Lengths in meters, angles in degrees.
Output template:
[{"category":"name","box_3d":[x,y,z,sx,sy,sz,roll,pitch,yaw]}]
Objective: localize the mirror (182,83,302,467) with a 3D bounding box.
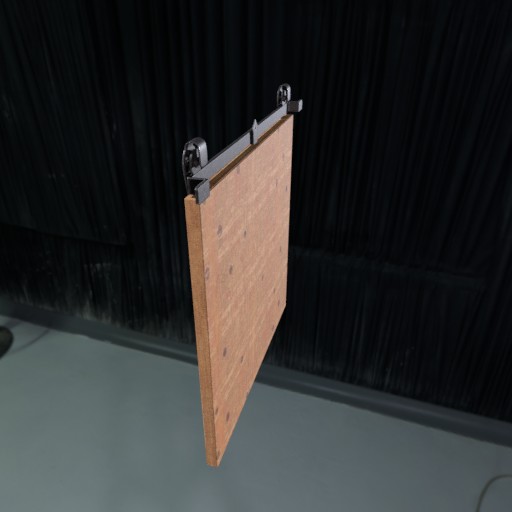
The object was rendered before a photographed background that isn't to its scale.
[{"category":"mirror","box_3d":[0.000,0.000,1.210,0.054,0.800,0.805,8,30,15]}]
